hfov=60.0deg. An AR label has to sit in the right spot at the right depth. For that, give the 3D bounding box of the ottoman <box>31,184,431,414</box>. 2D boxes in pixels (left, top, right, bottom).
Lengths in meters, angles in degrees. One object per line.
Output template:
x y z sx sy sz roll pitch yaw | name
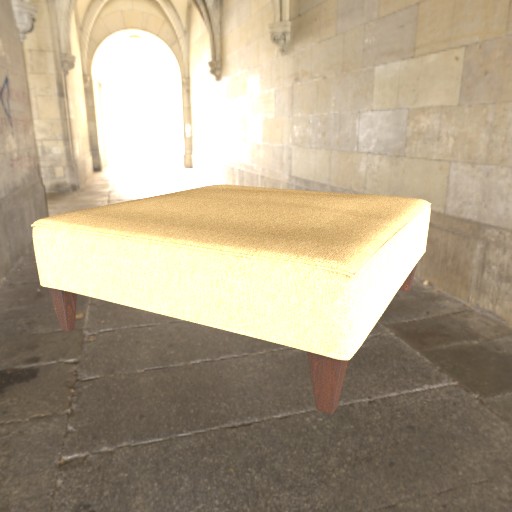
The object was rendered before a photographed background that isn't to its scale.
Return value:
0.000 0.000 1.503 0.970 0.378 0.981 9 18 28 | ottoman
